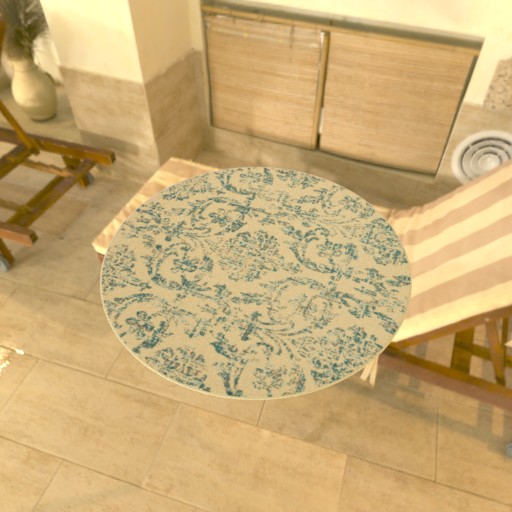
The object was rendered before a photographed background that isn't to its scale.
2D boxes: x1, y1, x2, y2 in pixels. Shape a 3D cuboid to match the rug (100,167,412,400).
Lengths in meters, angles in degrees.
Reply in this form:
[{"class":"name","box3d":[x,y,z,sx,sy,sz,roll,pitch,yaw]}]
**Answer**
[{"class":"rug","box3d":[0.000,0.000,2.328,1.593,0.012,1.593,0,46,0]}]
